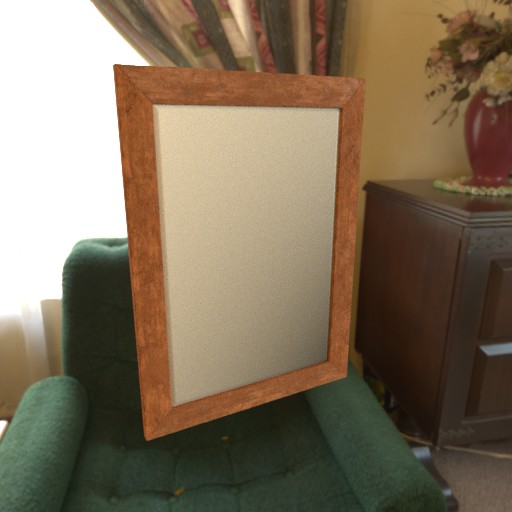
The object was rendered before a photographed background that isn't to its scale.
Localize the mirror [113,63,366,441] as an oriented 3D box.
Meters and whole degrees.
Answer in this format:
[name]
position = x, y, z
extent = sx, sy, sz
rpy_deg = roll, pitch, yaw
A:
[mirror]
position = 0.000, 0.000, 1.427
extent = 0.796, 1.099, 0.028
rpy_deg = -8, 18, -27
